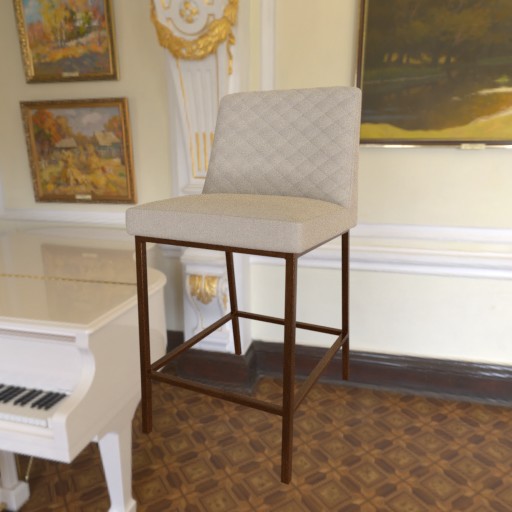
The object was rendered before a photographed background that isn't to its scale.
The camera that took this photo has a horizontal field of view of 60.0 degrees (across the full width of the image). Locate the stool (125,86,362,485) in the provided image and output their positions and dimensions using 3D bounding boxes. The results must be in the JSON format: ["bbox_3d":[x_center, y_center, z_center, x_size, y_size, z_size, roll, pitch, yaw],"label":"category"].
[{"bbox_3d":[0.000,0.000,1.304,0.507,0.973,0.576,7,16,26],"label":"stool"}]
